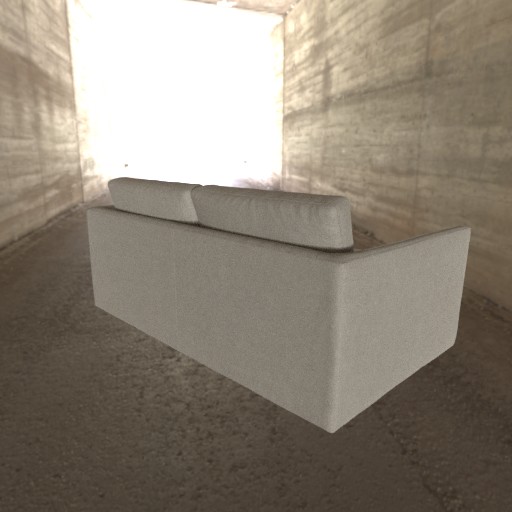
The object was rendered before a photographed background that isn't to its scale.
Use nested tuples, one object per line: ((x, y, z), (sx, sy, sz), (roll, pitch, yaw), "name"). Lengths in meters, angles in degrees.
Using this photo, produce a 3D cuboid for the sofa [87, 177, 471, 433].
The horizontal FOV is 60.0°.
((0.000, 0.000, 2.488), (1.091, 0.839, 1.905), (-13, 19, -43), "sofa")
